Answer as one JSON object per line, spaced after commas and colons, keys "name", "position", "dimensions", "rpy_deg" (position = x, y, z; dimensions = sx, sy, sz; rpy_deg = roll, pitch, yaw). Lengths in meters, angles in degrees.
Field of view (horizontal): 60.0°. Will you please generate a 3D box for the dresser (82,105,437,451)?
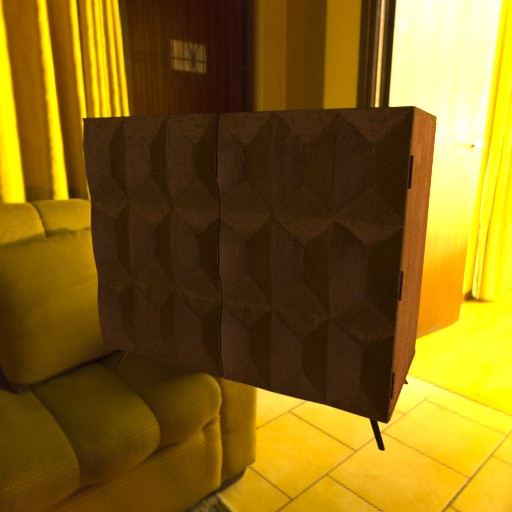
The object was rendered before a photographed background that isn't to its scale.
{"name": "dresser", "position": [0.000, 0.000, 1.413], "dimensions": [0.967, 0.847, 0.446], "rpy_deg": [7, 16, 27]}
